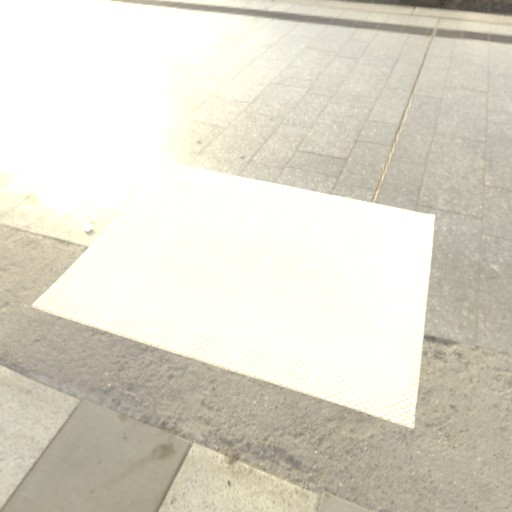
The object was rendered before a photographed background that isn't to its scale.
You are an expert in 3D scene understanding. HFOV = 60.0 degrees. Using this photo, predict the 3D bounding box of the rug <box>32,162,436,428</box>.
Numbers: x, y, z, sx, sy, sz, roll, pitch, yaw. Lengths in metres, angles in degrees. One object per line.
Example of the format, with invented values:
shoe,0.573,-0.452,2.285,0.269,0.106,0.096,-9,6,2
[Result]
rug,0.000,0.000,3.870,2.897,0.035,2.277,14,45,14
